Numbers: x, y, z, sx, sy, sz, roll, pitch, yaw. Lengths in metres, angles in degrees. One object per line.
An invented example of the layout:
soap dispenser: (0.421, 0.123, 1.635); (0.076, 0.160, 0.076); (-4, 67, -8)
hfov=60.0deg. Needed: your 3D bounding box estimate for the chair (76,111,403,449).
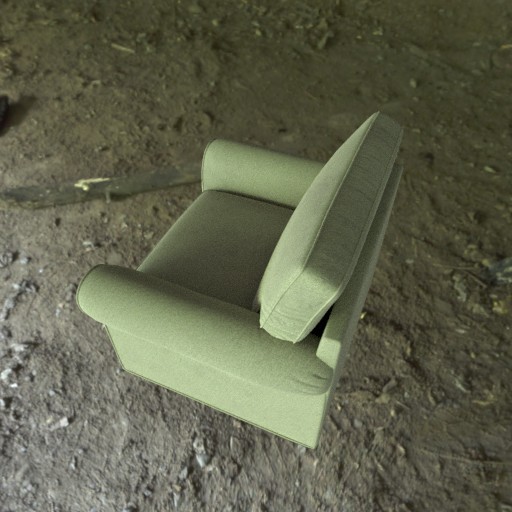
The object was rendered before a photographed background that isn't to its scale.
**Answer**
chair: (0.000, 0.000, 1.872); (0.939, 1.044, 1.147); (17, 48, 16)
